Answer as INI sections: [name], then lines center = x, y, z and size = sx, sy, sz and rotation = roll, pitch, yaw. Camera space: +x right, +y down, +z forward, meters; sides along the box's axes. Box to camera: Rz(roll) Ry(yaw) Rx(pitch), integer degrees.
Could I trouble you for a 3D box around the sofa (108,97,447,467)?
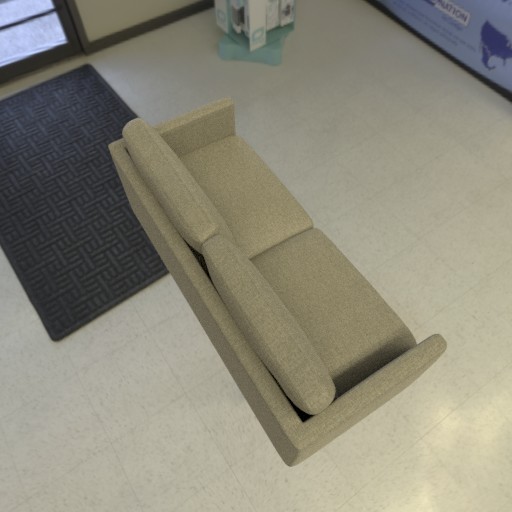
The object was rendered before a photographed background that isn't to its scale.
[sofa]
center = 0.000, 0.000, 2.768
size = 0.956, 0.960, 2.208
rotation = -28, 63, -16
